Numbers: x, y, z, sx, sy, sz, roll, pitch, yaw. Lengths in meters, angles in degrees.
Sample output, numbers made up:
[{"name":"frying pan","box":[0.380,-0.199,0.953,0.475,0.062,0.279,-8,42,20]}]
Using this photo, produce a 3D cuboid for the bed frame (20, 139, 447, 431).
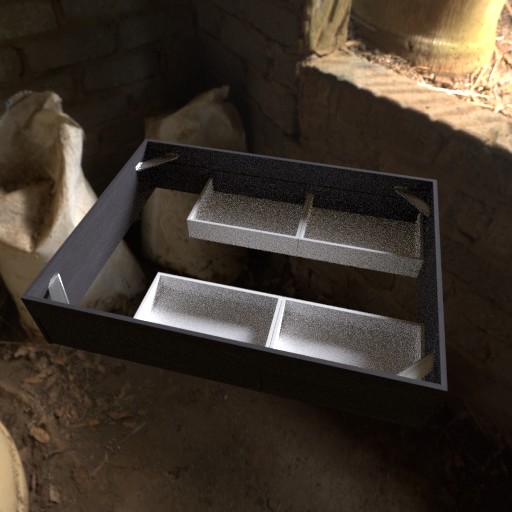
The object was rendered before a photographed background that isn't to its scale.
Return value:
[{"name":"bed frame","box":[0.000,0.000,2.566,1.944,0.459,1.448,10,47,10]}]
